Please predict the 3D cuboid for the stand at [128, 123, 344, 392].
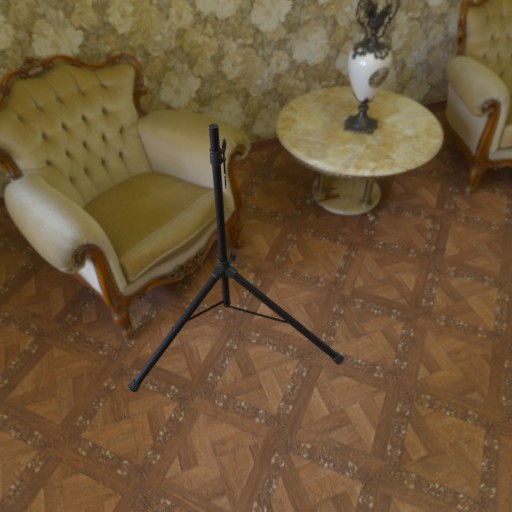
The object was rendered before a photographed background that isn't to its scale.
[{"bbox_3d":[0.000,0.000,1.865,0.907,1.136,1.045,16,47,16],"label":"stand"}]
